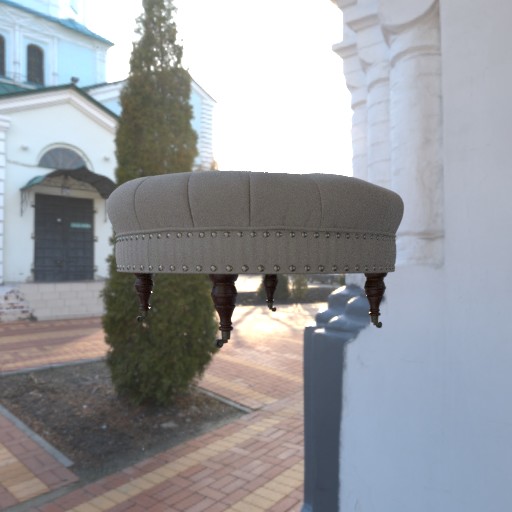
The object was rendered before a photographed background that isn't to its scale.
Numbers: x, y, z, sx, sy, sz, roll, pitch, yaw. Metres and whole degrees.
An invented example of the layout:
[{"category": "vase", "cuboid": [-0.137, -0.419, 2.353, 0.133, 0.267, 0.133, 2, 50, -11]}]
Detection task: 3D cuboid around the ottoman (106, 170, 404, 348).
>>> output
[{"category": "ottoman", "cuboid": [0.000, 0.000, 1.411, 0.901, 0.439, 0.901, 0, -1, 0]}]
